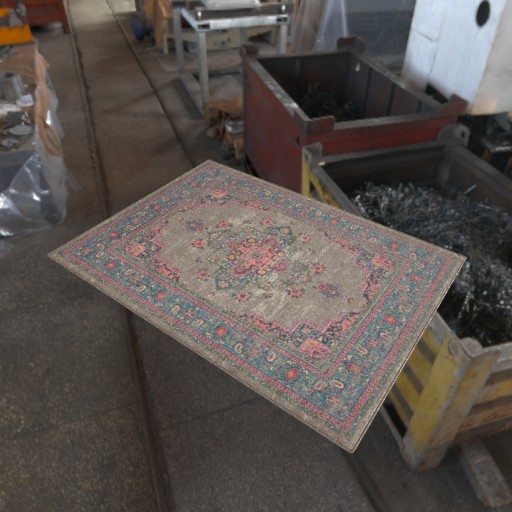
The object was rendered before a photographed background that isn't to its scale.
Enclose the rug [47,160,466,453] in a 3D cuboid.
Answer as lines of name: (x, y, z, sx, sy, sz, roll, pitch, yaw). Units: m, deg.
rug: (0.000, 0.000, 2.883, 2.214, 0.013, 1.609, 26, 47, 27)
